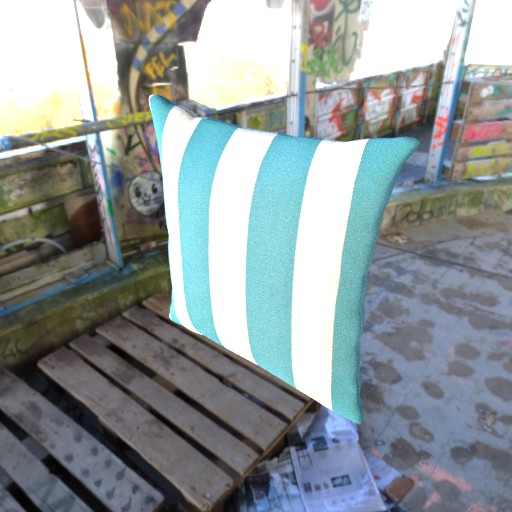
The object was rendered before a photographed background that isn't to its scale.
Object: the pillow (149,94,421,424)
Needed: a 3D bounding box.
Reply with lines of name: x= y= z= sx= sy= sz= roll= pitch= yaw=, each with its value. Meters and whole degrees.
pillow: x=0.000 y=0.000 z=0.826 sx=0.536 sy=0.526 sz=0.189 roll=21 pitch=35 yaw=33
